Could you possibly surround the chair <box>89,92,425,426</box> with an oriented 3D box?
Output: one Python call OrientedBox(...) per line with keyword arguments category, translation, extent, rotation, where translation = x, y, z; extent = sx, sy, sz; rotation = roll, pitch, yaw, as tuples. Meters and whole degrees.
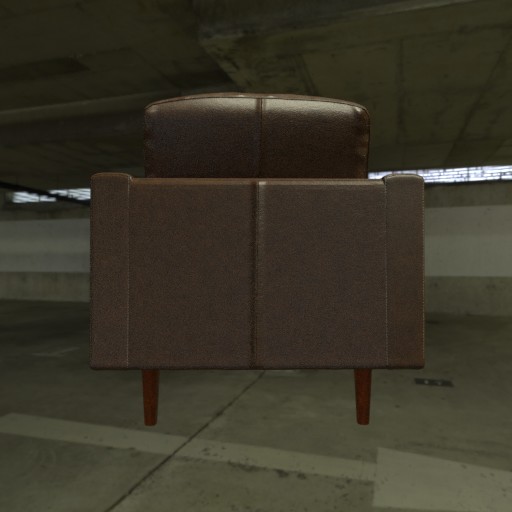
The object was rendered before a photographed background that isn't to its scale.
OrientedBox(category="chair", translation=(0.000, 0.000, 1.623), extent=(0.890, 0.956, 0.909), rotation=(0, -1, -1))
